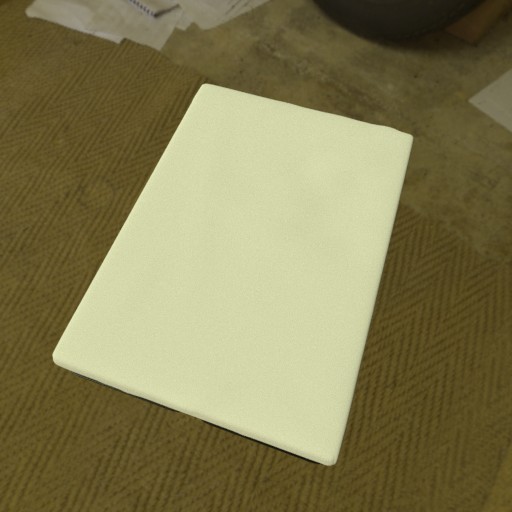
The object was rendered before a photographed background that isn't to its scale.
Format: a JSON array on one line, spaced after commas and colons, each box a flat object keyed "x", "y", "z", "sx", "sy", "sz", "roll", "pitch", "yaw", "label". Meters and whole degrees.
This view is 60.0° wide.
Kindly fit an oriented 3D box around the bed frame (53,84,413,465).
[{"x": 0.000, "y": 0.000, "z": 2.574, "sx": 1.372, "sy": 0.637, "sz": 1.905, "roll": 17, "pitch": 64, "yaw": 8, "label": "bed frame"}]
